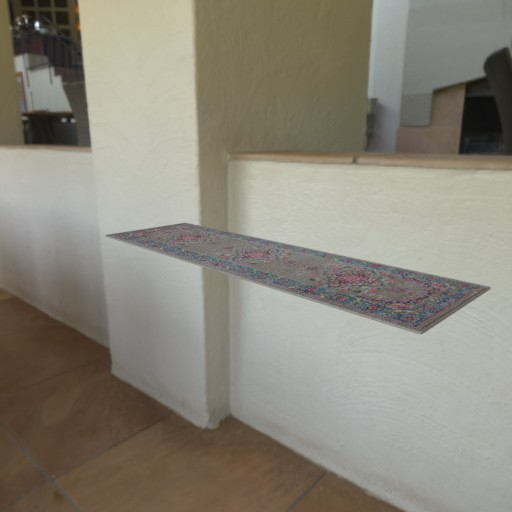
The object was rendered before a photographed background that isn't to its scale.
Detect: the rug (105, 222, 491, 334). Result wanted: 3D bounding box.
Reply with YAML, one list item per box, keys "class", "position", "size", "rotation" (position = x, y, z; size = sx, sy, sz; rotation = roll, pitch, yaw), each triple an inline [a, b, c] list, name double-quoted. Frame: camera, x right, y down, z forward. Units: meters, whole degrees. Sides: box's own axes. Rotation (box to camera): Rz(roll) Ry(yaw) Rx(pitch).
- class: "rug"
  position: [0.000, 0.000, 2.019]
  size: [0.553, 0.012, 1.827]
  rotation: [-14, 20, -43]
